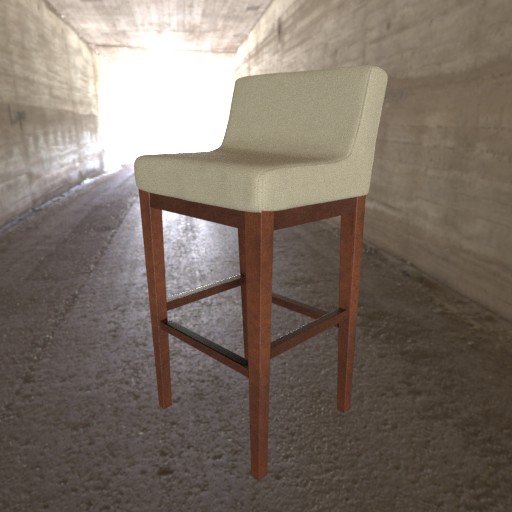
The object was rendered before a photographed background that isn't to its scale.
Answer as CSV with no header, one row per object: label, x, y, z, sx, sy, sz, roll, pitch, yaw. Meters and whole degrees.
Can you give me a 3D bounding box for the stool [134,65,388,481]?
stool,0.000,0.000,1.307,0.511,1.037,0.500,16,23,42
